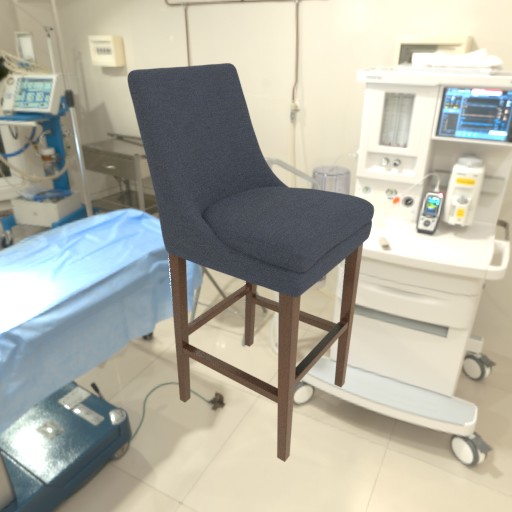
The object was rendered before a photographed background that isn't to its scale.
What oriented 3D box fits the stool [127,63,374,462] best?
[{"bbox_3d":[0.000,0.000,1.386,0.577,1.078,0.470,18,31,31],"label":"stool"}]
